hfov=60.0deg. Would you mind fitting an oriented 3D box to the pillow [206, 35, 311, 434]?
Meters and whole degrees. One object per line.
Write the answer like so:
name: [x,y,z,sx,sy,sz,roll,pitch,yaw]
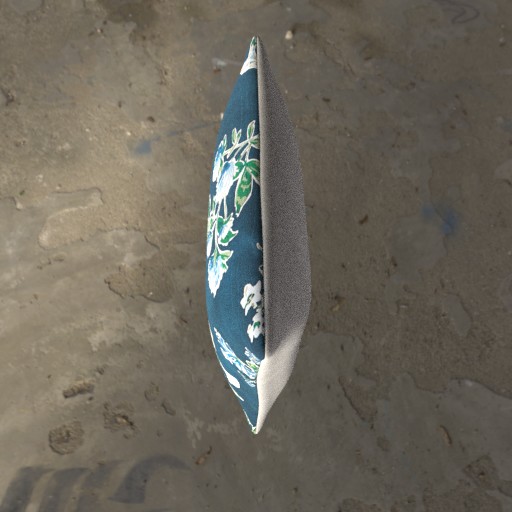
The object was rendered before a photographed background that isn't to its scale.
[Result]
pillow: [0.000,0.000,0.791,0.166,0.508,0.525,-1,60,0]
